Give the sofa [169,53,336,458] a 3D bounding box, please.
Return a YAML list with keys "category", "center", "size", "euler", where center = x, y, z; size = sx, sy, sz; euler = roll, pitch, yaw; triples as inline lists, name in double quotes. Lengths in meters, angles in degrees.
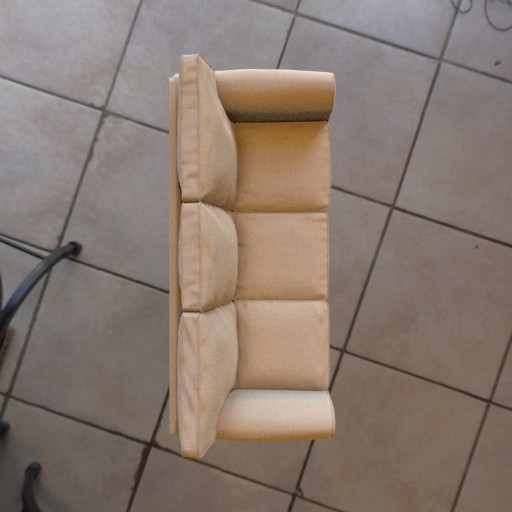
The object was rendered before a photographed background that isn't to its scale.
- category: "sofa"
  center: [0.000, 0.000, 2.645]
  size: [0.916, 0.961, 2.084]
  euler: [0, 91, 2]
